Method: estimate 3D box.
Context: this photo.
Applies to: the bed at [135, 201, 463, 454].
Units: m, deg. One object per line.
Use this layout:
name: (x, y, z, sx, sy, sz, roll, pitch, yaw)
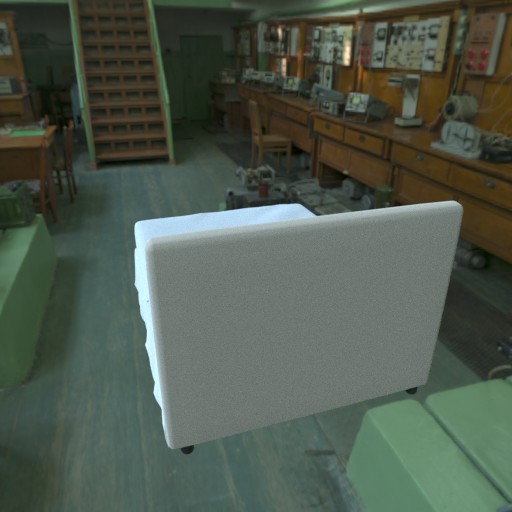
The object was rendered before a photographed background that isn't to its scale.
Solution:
bed: (0.000, 0.000, 3.309, 1.748, 1.330, 2.142, -8, 27, -17)
